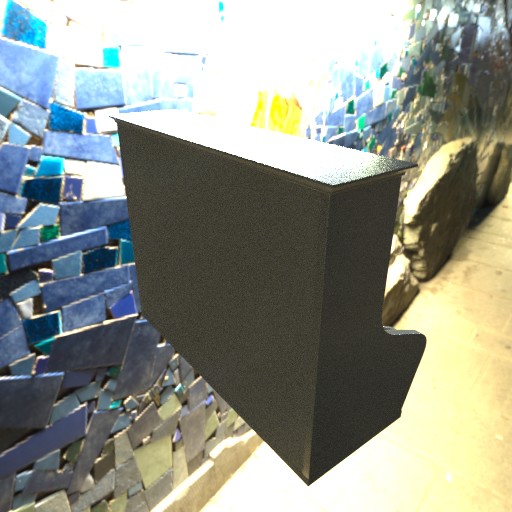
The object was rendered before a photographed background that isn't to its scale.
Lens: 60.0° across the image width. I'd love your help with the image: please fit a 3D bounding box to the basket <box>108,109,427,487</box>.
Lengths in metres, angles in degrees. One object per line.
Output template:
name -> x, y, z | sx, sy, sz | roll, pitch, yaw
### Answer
basket -> 0.000, 0.000, 1.074 | 0.350, 0.600, 0.780 | -18, 31, -33
